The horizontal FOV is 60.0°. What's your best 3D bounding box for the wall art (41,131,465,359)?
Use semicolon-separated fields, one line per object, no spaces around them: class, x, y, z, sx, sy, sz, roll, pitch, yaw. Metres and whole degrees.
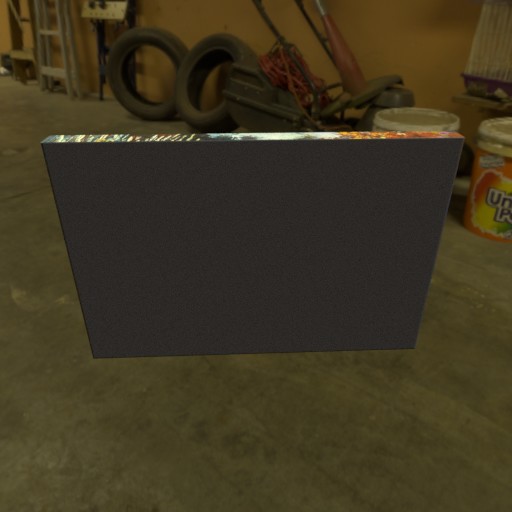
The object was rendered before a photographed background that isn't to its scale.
wall art;0.000;0.000;0.754;0.610;0.406;0.037;-1;30;-2
